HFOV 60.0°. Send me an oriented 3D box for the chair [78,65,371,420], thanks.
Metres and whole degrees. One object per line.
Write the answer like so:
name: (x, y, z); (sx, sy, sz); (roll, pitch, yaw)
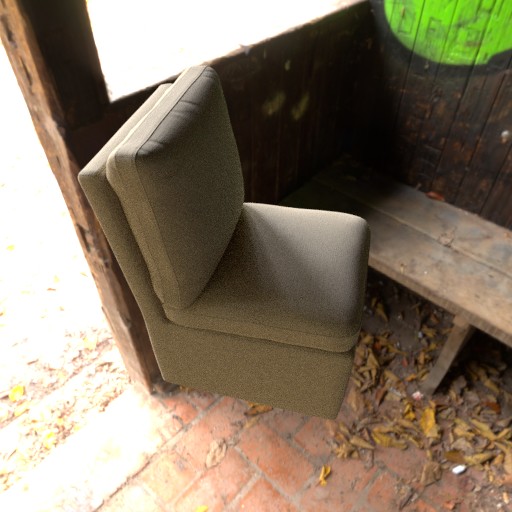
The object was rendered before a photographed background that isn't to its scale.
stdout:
chair: (0.000, 0.000, 1.339); (0.698, 0.927, 0.503); (10, 46, 10)
